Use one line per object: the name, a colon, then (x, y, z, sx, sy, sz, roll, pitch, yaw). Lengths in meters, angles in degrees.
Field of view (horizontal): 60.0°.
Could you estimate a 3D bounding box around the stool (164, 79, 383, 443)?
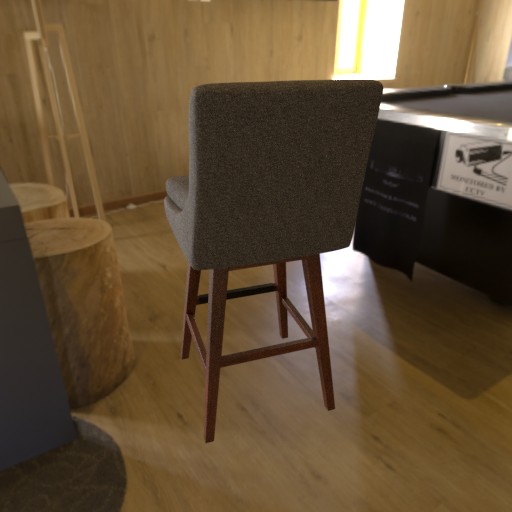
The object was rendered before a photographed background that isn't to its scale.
stool: (0.000, 0.000, 1.394, 0.489, 1.068, 0.572, -8, 27, -17)
